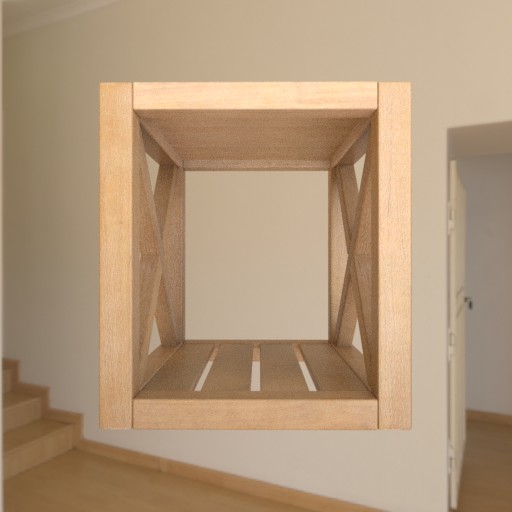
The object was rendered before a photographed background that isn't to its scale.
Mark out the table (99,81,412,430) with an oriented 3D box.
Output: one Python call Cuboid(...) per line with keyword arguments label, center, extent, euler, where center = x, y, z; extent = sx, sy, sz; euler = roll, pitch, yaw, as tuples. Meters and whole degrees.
Cuboid(label="table", center=(0.000, 0.000, 1.052), extent=(0.558, 0.610, 0.559), euler=(0, 0, 0))
